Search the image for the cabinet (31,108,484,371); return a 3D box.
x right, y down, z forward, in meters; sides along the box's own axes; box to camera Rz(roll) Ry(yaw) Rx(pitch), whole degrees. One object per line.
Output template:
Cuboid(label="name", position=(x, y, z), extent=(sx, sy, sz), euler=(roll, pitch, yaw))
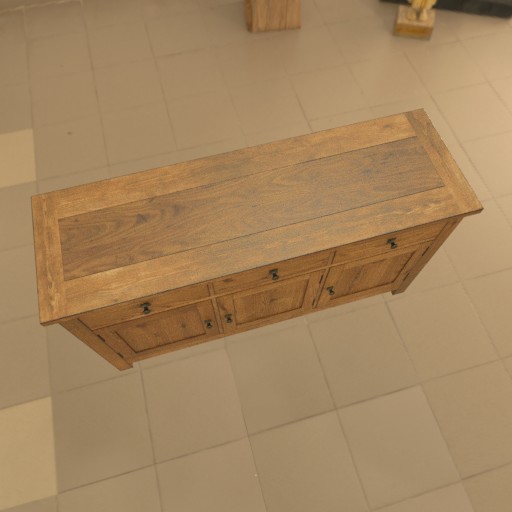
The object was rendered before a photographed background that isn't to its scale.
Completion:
Cuboid(label="cabinet", position=(0.000, 0.000, 1.874), extent=(1.474, 0.813, 0.480), euler=(-14, 65, -7))
